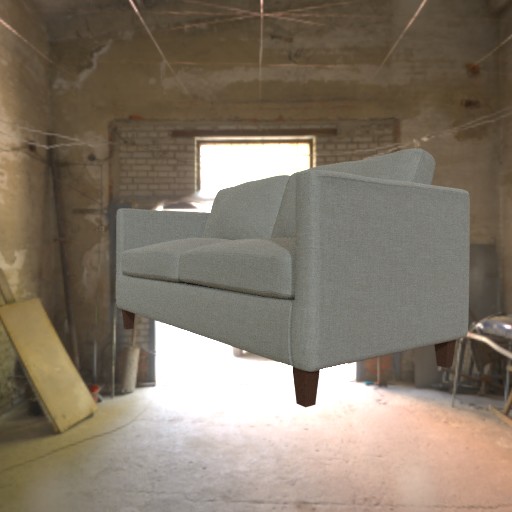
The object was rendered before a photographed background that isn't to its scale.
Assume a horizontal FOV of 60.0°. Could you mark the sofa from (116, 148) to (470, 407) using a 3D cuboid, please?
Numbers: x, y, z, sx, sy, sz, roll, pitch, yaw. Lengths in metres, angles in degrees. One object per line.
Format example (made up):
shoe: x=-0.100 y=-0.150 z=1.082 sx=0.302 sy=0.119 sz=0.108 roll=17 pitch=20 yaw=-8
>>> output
sofa: x=0.000 y=0.000 z=2.380 sx=0.951 sy=0.947 sz=1.884 roll=-1 pitch=1 yaw=-36
